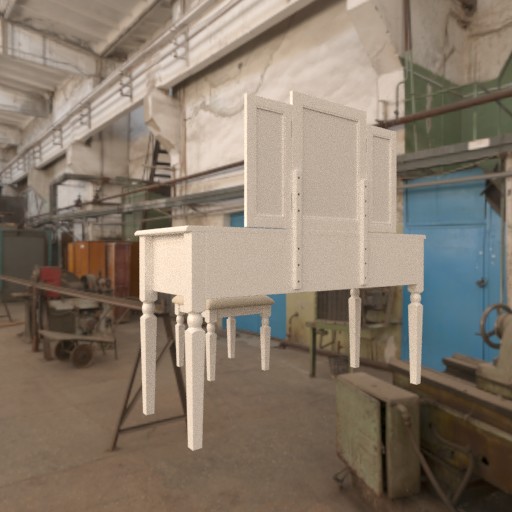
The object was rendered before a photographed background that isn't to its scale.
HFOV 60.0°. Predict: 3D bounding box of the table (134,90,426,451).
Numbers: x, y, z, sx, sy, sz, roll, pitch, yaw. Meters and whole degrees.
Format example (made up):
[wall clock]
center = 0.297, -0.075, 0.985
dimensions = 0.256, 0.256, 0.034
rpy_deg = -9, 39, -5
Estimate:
[table]
center = 0.000, 0.000, 2.312
dimensions = 1.369, 1.310, 1.115
rpy_deg = 0, 1, -36
